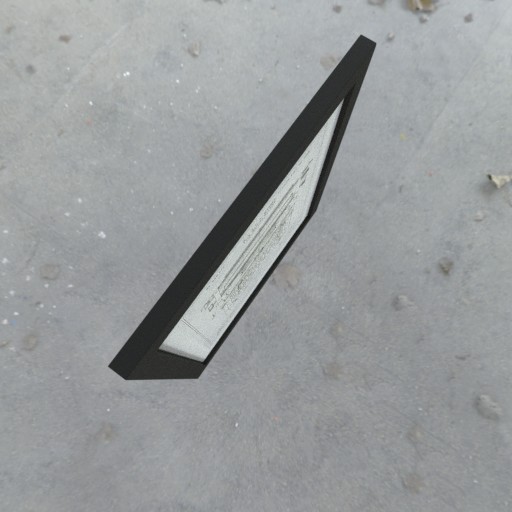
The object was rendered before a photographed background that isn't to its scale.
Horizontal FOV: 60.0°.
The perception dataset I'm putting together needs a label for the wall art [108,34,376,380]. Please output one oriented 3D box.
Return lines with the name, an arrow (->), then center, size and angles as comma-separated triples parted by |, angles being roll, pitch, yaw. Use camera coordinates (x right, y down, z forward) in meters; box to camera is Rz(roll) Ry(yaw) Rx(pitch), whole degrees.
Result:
wall art -> 0.000, 0.000, 0.683 | 0.021, 0.508, 0.432 | 34, 77, 9
